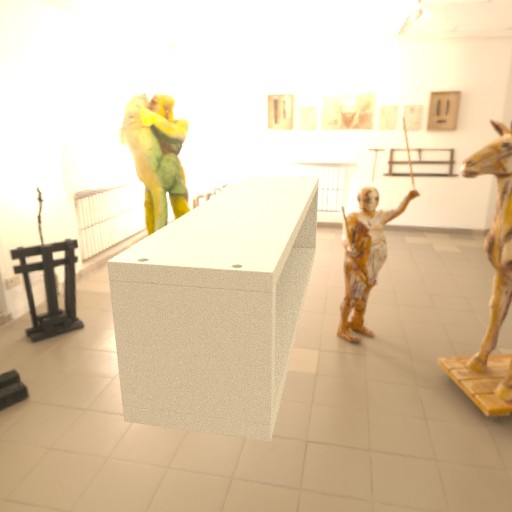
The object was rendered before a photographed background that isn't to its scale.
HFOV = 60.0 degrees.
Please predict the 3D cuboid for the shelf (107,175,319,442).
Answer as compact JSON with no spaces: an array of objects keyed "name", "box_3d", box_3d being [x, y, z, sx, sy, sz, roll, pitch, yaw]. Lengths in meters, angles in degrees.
[{"name":"shelf","box_3d":[0.000,0.000,0.692,0.150,0.170,0.610,3,18,11]}]
